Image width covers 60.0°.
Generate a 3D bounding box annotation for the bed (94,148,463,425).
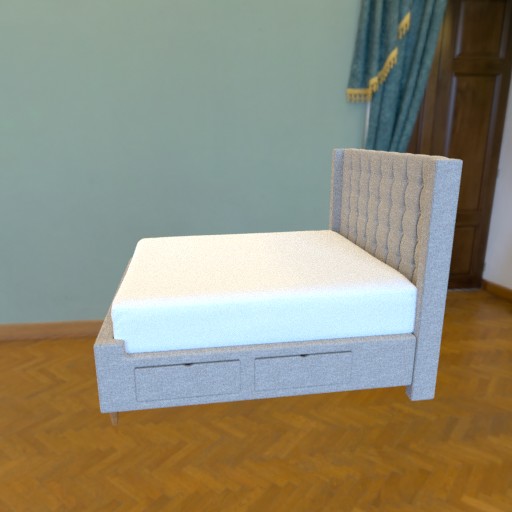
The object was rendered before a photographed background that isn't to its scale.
[{"bbox_3d":[0.000,0.000,3.832,2.372,1.748,2.044,-2,16,-9],"label":"bed"}]
